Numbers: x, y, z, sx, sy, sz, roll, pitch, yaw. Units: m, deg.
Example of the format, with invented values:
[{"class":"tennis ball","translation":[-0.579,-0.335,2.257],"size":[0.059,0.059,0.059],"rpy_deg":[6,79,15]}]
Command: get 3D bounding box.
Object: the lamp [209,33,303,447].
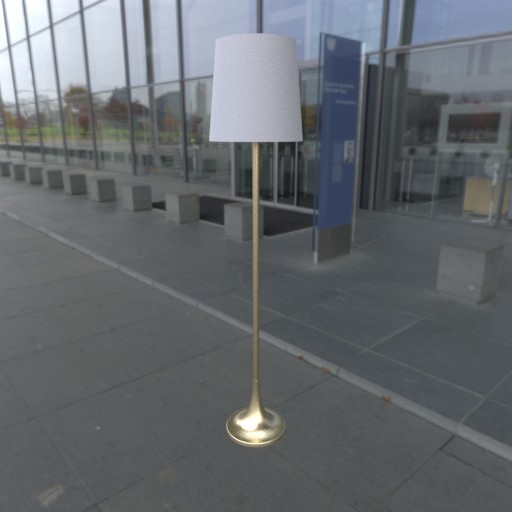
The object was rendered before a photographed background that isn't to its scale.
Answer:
[{"class":"lamp","translation":[0.000,0.000,1.720],"size":[0.337,1.543,0.337],"rpy_deg":[0,16,0]}]
